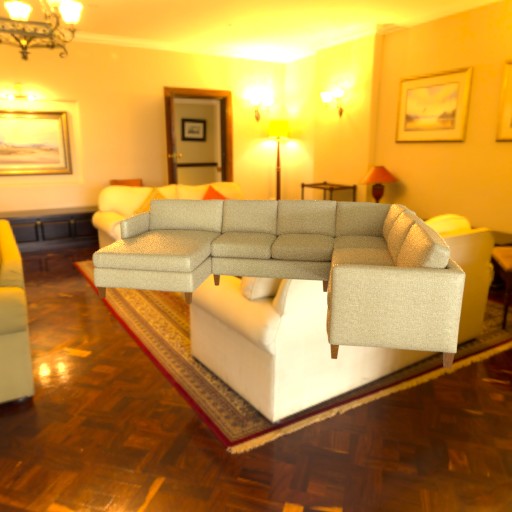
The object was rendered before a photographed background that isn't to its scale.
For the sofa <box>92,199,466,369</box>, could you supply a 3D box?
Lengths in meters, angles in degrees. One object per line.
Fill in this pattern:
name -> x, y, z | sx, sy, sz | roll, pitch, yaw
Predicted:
sofa -> 0.000, 0.000, 4.630 | 3.460, 0.961, 2.594 | 3, 14, 10
